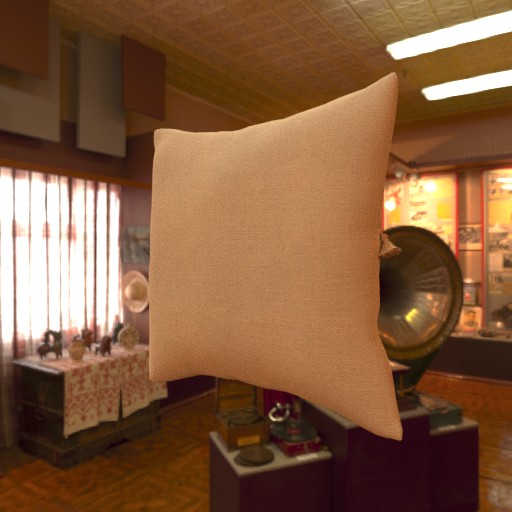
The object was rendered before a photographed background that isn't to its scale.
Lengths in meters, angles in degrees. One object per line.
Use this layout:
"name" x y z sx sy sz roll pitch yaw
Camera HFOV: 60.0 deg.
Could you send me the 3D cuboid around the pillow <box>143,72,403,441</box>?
"pillow" 0.000 0.000 0.728 0.489 0.481 0.165 0 0 36
